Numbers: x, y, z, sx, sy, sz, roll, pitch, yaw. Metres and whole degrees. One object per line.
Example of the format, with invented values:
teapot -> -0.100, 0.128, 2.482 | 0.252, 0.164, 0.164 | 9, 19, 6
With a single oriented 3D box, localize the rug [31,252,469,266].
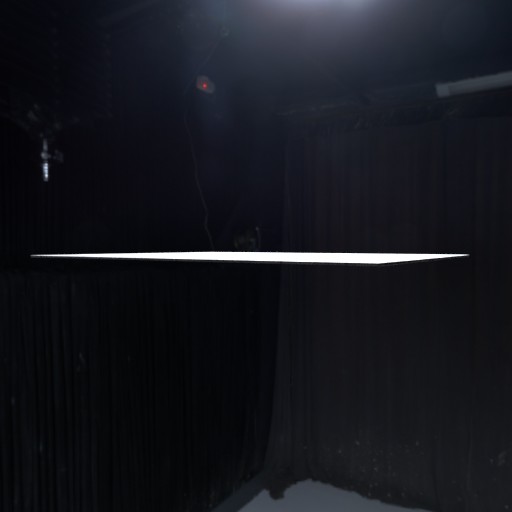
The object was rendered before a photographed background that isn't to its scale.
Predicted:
rug -> 0.000, 0.000, 3.795 | 2.959, 0.016, 2.317 | 1, 2, 35
